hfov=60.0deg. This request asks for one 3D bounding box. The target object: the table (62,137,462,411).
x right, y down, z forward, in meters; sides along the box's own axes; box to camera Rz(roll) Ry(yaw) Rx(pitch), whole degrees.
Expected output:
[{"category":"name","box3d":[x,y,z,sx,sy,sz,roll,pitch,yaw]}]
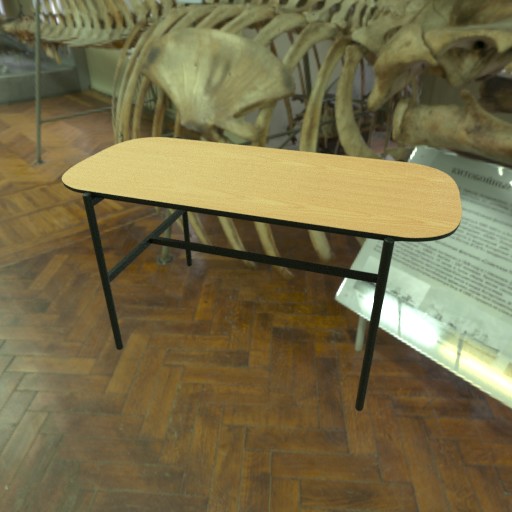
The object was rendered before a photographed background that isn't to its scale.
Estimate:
[{"category":"table","box3d":[0.000,0.000,1.035,0.800,0.400,0.400,10,33,15]}]
